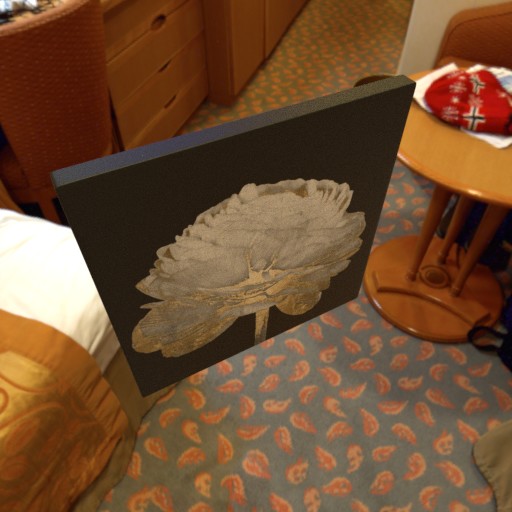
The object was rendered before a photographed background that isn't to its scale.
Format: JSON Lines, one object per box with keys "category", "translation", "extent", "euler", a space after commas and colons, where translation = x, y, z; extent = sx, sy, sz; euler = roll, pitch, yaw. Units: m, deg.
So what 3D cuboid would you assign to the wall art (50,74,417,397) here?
{"category": "wall art", "translation": [0.000, 0.000, 0.902], "extent": [0.610, 0.611, 0.043], "euler": [-22, 51, -19]}
